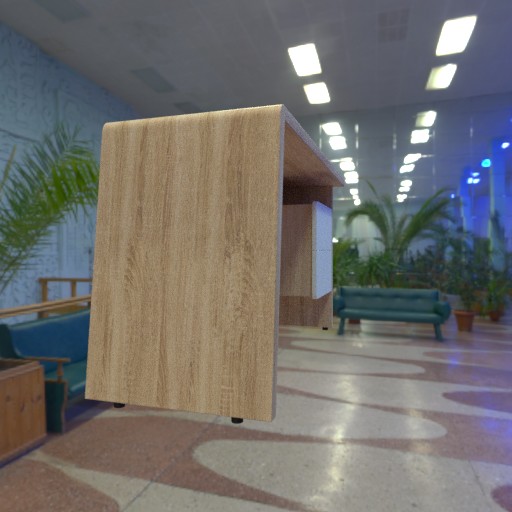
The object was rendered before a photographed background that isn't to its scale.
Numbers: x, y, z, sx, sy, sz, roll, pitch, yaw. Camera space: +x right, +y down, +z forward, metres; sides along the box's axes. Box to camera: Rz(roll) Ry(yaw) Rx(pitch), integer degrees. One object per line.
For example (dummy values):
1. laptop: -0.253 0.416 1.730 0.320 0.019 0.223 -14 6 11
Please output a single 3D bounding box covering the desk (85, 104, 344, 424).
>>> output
1. desk: 0.000 0.000 1.673 0.500 0.750 1.300 0 1 18
